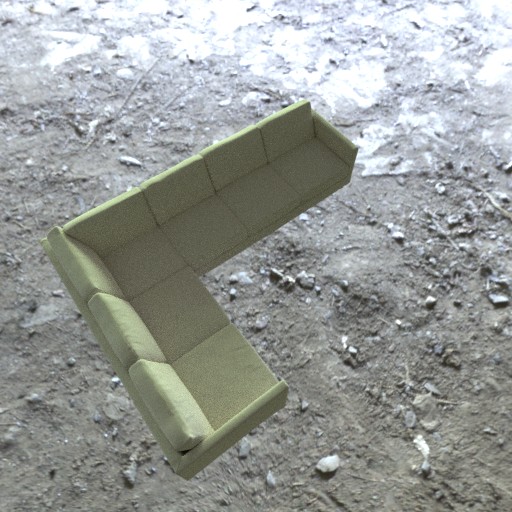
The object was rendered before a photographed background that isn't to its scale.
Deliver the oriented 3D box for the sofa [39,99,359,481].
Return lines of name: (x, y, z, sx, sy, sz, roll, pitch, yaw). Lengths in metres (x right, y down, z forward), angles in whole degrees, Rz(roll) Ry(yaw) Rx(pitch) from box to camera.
sofa: (0.000, 0.000, 4.254, 3.182, 0.863, 2.432, -33, 64, -18)
